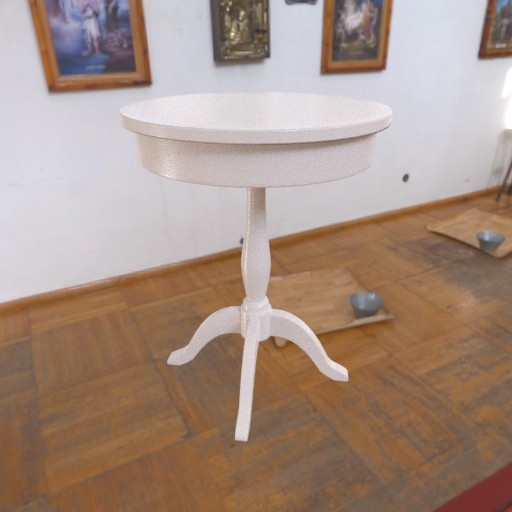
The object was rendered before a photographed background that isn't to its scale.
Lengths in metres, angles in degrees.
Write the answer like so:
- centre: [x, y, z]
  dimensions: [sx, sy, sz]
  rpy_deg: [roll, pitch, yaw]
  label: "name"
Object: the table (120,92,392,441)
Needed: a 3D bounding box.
- centre: [0.000, 0.000, 1.007]
  dimensions: [0.513, 0.653, 0.513]
  rpy_deg: [0, 26, 0]
  label: "table"
